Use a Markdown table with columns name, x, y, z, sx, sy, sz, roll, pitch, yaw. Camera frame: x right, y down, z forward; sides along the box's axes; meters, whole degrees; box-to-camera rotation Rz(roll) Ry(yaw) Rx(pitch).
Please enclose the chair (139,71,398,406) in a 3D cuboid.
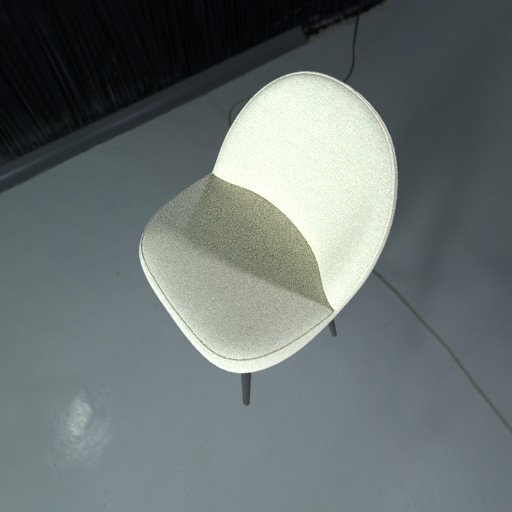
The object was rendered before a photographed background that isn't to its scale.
| name | x | y | z | sx | sy | sz | roll | pitch | yaw |
| --- | --- | --- | --- | --- | --- | --- | --- | --- | --- |
| chair | 0.000 | 0.000 | 1.182 | 0.540 | 0.838 | 0.532 | -34 | 68 | -16 |
